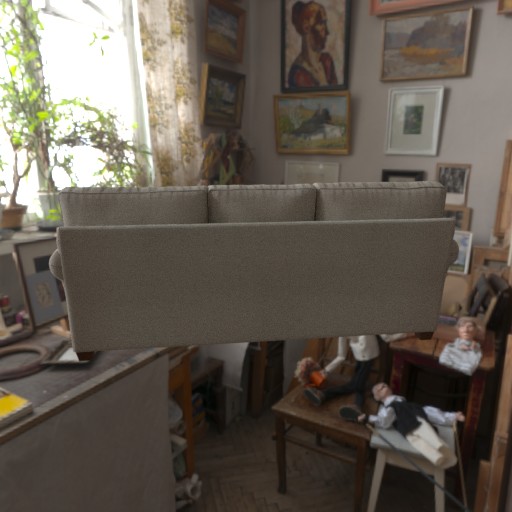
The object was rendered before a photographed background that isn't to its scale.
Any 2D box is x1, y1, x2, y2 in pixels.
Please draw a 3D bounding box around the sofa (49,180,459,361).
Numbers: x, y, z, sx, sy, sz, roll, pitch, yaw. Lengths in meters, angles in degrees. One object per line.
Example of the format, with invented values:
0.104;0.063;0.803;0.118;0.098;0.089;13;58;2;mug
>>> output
0.000;0.000;2.866;2.312;0.975;0.965;-2;13;-8;sofa
